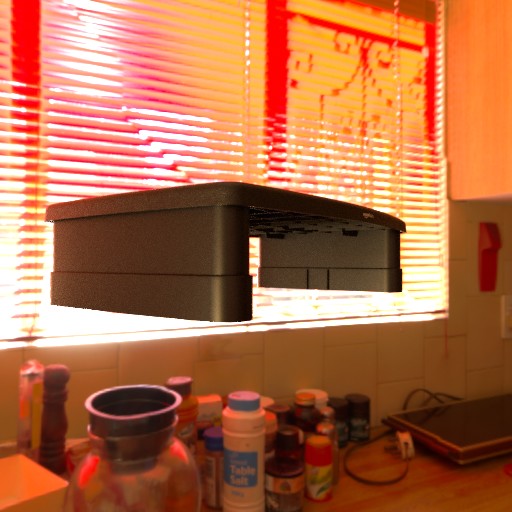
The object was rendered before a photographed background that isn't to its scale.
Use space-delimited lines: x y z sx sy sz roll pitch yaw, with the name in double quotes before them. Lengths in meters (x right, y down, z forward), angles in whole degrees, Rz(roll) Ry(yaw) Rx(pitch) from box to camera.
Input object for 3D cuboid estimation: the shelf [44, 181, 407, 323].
"shelf" 0.000 0.000 0.527 0.280 0.100 0.410 0 -1 35
